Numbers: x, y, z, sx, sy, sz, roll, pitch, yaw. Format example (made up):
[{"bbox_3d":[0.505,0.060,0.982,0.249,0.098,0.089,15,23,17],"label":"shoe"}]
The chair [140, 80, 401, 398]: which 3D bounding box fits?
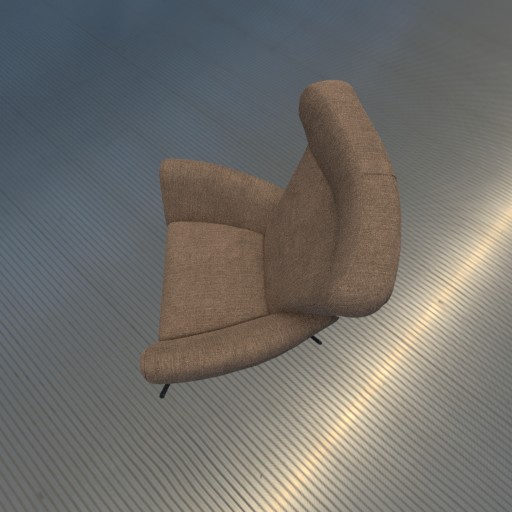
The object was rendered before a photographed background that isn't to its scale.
[{"bbox_3d":[0.000,0.000,1.767,0.900,1.040,0.980,-2,59,-1],"label":"chair"}]
